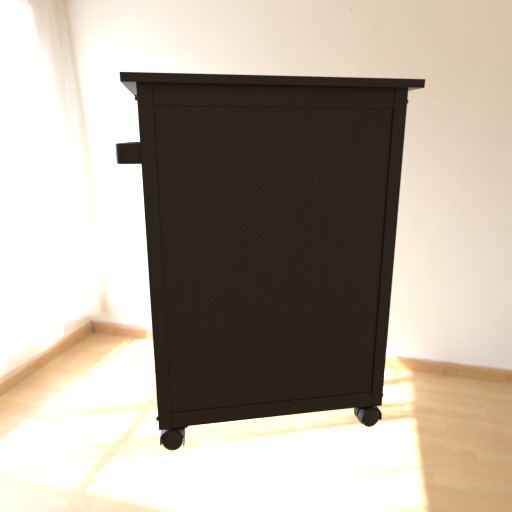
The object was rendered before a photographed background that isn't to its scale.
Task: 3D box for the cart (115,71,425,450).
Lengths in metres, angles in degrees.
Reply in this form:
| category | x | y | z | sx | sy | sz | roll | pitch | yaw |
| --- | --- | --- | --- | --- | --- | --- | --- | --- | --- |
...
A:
| category | x | y | z | sx | sy | sz | roll | pitch | yaw |
| --- | --- | --- | --- | --- | --- | --- | --- | --- | --- |
| cart | 0.000 | 0.000 | 1.230 | 0.660 | 0.879 | 0.456 | -3 | 15 | -10 |
